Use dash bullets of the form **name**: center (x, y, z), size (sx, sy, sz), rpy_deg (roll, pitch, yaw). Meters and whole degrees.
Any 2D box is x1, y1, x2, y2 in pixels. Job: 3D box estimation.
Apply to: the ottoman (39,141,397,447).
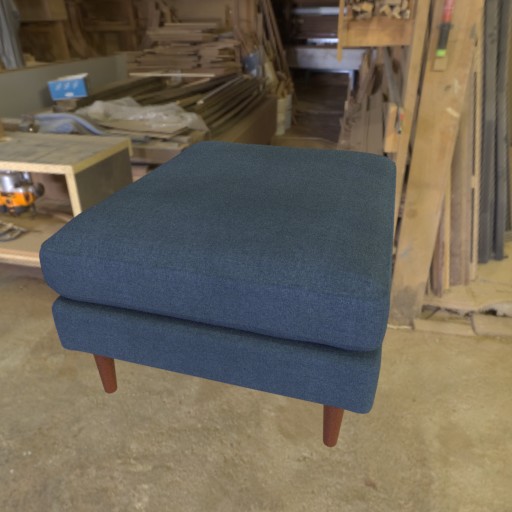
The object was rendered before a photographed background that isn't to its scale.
- **ottoman**: center (0.000, 0.000, 1.215), size (0.693, 0.474, 0.821), rpy_deg (8, 30, 14)
